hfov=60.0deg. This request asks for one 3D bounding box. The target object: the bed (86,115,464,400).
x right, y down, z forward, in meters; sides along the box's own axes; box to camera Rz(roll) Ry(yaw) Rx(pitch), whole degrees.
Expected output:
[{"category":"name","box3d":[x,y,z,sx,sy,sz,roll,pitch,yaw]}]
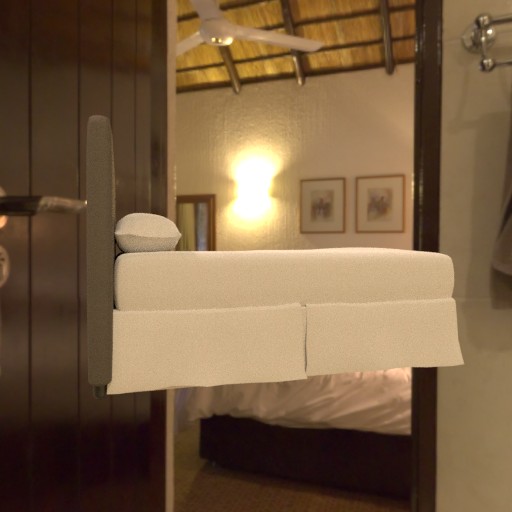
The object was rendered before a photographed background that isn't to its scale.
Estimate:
[{"category":"bed","box3d":[0.000,0.000,3.119,2.142,1.330,1.723,0,1,-17]}]
